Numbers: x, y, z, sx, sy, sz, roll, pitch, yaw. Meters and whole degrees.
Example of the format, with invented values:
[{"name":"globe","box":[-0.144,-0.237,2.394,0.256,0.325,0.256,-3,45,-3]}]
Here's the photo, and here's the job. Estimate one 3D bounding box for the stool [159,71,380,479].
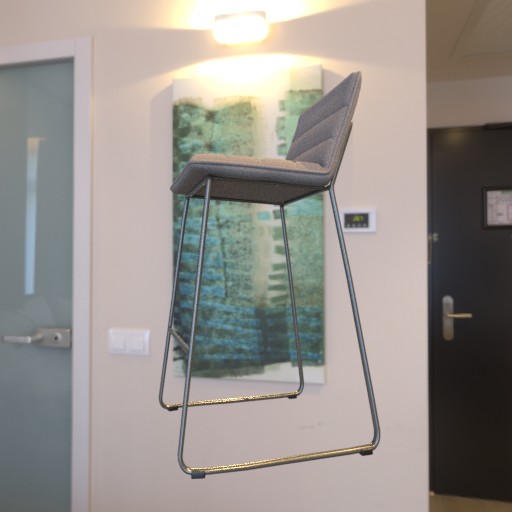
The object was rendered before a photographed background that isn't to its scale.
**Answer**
[{"name":"stool","box":[0.000,0.000,1.239,0.490,0.960,0.490,0,-1,-18]}]
